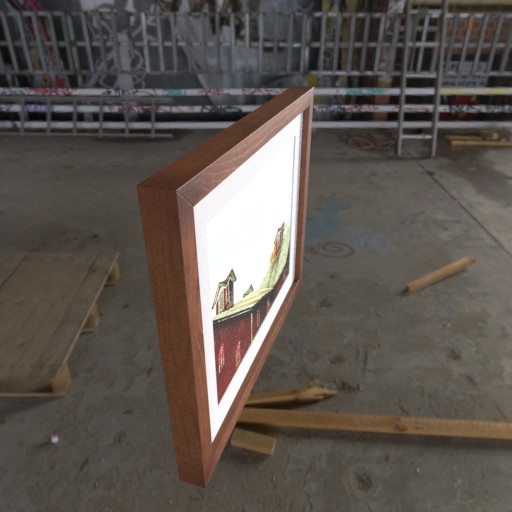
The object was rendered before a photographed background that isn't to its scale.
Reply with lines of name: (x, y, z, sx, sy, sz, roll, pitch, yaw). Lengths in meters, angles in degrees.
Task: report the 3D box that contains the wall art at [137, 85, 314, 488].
wall art: (0.000, 0.000, 0.540, 0.030, 0.328, 0.401, 10, 32, 17)
